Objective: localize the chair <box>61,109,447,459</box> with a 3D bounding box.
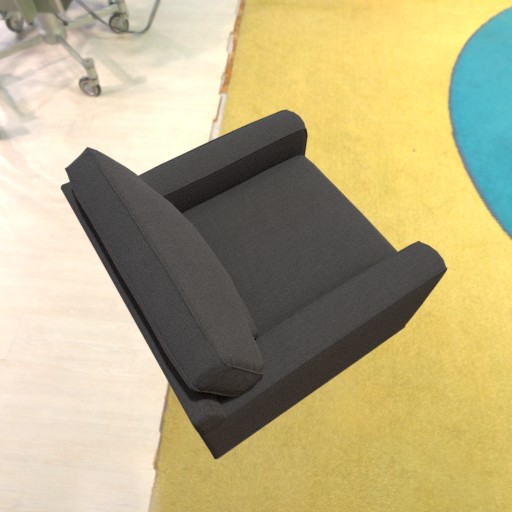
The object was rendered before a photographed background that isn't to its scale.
[{"bbox_3d":[0.000,0.000,1.767,1.043,0.913,0.997,-30,64,-16],"label":"chair"}]
